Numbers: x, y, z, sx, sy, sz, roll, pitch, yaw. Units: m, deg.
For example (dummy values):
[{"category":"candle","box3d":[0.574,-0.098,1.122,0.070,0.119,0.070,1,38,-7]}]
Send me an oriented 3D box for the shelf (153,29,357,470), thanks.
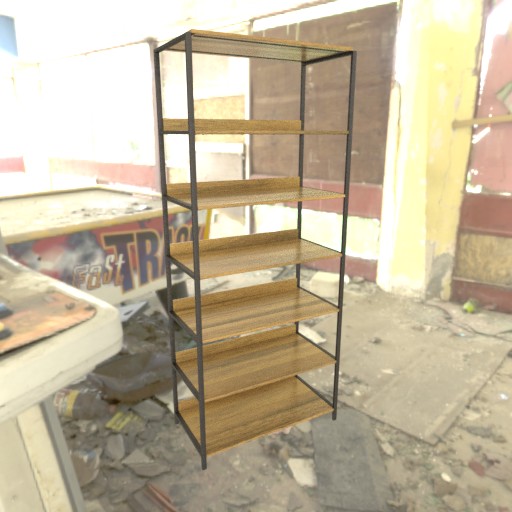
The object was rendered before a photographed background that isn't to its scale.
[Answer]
[{"category":"shelf","box3d":[0.000,0.000,2.331,0.847,2.015,0.431,-8,18,-28]}]
